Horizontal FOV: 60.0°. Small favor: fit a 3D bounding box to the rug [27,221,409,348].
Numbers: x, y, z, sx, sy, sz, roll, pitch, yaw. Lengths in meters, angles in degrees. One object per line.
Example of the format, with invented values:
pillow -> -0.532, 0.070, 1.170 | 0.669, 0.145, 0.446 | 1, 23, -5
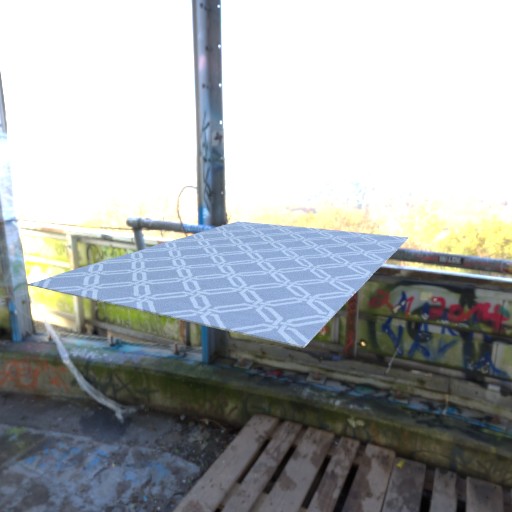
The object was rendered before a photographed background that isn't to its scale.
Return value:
rug -> 0.000, 0.000, 2.825 | 1.522, 0.013, 2.133 | 8, 16, 27
